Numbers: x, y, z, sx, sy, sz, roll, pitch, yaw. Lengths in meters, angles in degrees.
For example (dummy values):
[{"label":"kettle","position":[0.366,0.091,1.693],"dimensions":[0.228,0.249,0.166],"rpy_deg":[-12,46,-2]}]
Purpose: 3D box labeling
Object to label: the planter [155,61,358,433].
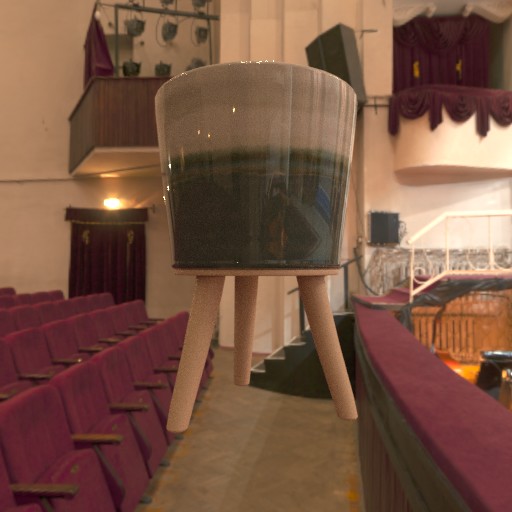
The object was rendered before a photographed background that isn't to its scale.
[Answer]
[{"label":"planter","position":[0.000,0.000,0.482],"dimensions":[0.217,0.331,0.217],"rpy_deg":[0,-1,2]}]
